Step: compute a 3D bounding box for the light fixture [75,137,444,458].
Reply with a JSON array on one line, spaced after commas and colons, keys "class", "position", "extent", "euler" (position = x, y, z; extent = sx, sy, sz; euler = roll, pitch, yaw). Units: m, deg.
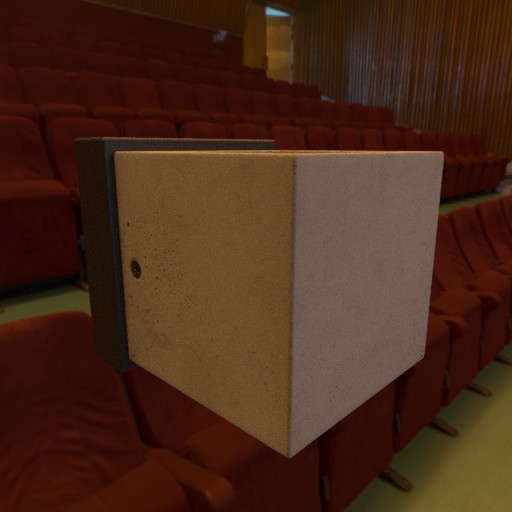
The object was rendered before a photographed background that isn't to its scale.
[{"class": "light fixture", "position": [0.000, 0.000, 0.234], "extent": [0.143, 0.121, 0.121], "euler": [13, 19, 43]}]
